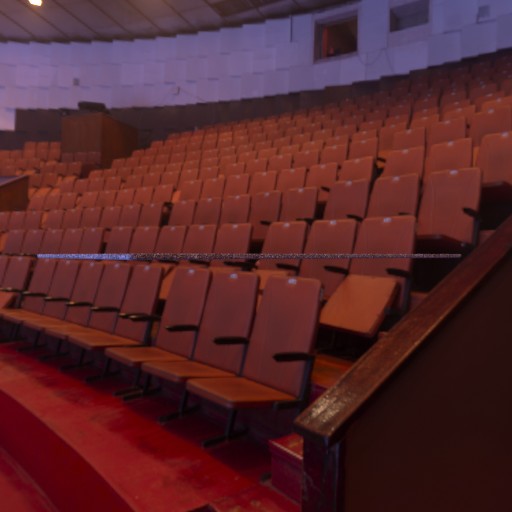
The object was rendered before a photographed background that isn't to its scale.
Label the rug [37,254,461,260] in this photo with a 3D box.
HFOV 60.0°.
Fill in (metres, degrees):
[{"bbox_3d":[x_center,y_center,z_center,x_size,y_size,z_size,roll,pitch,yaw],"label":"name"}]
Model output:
[{"bbox_3d":[0.000,0.000,3.381,2.699,0.026,1.802,0,0,-37],"label":"rug"}]
